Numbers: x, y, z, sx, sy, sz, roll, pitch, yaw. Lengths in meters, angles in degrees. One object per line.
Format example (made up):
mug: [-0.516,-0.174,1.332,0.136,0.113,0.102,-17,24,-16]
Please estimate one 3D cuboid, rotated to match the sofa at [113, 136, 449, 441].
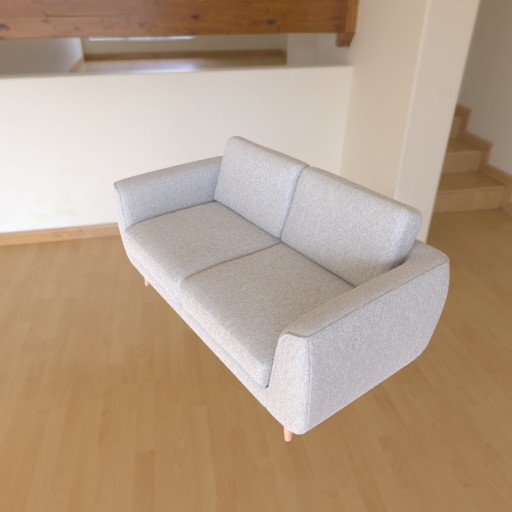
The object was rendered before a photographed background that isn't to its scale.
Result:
sofa: [0.000,0.000,2.278,0.920,0.850,1.700,-21,37,-30]
